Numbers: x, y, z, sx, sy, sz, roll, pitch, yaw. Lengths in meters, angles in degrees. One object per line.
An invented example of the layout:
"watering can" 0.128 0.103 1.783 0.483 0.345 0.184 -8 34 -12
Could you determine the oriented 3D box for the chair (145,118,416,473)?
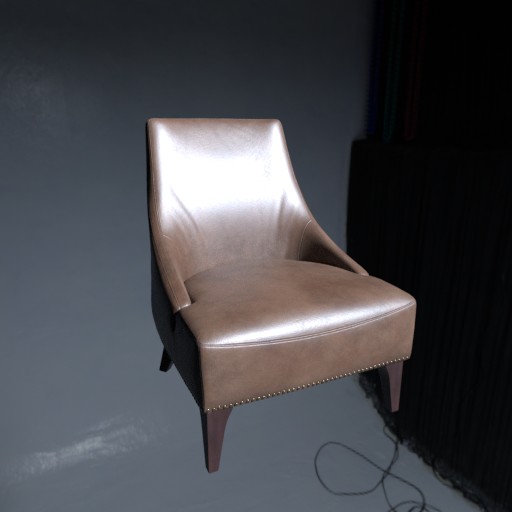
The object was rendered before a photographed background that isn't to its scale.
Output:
"chair" 0.000 0.000 1.512 0.701 0.909 0.861 -7 18 -24
